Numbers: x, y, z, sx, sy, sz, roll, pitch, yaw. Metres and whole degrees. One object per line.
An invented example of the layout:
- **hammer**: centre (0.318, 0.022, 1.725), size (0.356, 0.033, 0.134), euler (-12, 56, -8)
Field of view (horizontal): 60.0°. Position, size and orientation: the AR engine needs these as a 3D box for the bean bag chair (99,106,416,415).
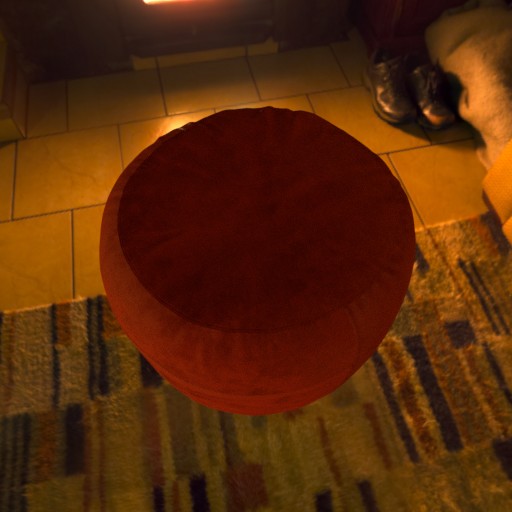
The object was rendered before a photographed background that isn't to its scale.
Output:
- **bean bag chair**: centre (0.000, 0.000, 1.880), size (1.219, 0.762, 1.219), euler (0, 59, 0)
